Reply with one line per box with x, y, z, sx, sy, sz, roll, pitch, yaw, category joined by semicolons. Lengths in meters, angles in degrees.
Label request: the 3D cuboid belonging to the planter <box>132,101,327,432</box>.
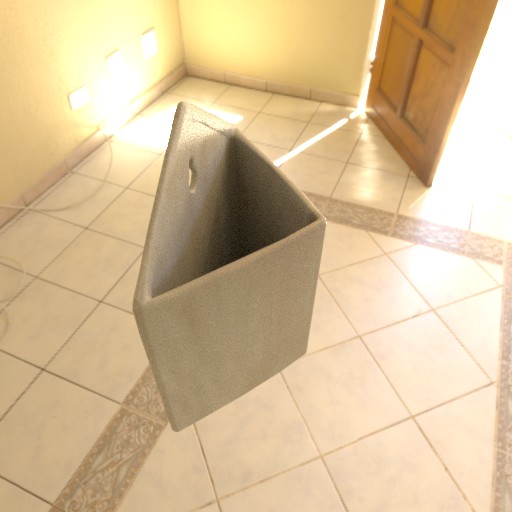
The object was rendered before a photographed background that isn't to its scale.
0.000;0.000;0.274;0.080;0.194;0.163;10;47;9;planter
